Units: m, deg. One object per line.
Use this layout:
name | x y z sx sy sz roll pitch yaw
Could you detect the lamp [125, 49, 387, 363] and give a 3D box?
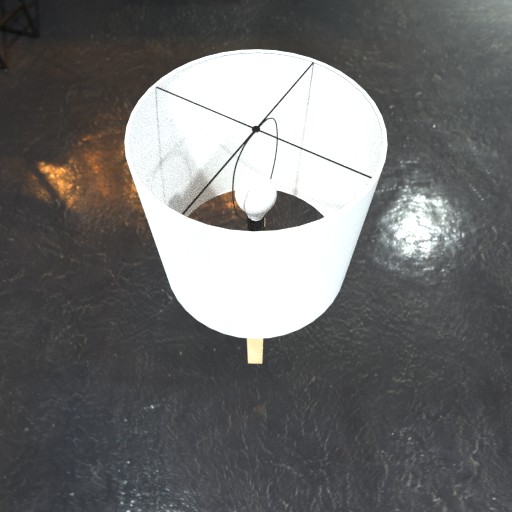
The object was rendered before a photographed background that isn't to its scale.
lamp | 0.000 0.000 0.570 0.229 0.428 0.229 1 58 1
